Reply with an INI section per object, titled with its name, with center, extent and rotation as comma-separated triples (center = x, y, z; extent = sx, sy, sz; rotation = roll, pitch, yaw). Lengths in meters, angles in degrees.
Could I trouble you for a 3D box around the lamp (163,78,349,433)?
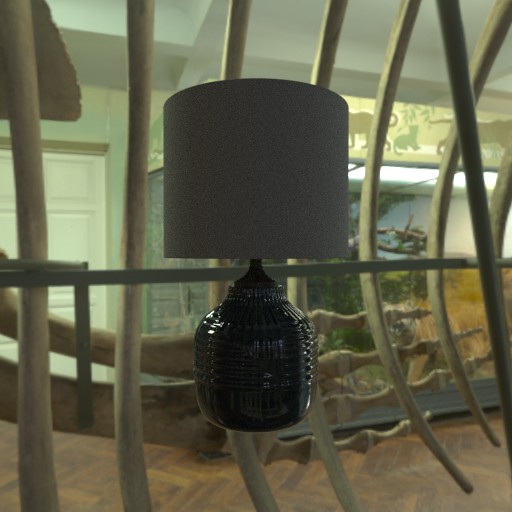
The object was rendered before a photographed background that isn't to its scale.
[lamp]
center = 0.000, 0.000, 0.777
extent = 0.318, 0.567, 0.318
rotation = 0, 1, 0
